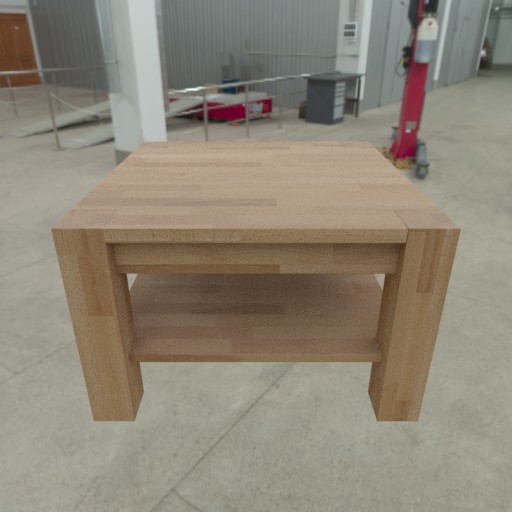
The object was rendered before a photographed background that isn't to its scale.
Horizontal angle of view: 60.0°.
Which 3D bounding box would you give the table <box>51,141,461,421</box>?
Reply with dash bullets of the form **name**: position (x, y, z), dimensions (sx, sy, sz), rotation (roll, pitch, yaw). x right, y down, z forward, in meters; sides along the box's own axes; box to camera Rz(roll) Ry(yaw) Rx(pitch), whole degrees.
- **table**: position (0.000, 0.000, 1.169), dimensions (0.700, 0.451, 0.700), rotation (0, 26, 0)
